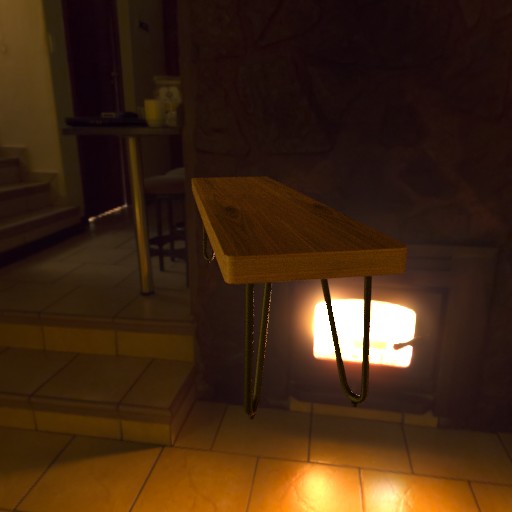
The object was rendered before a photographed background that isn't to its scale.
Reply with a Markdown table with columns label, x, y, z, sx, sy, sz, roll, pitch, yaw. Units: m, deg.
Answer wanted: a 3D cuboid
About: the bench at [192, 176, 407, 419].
| label | x | y | z | sx | sy | sz | roll | pitch | yaw |
| --- | --- | --- | --- | --- | --- | --- | --- | --- | --- |
| bench | 0.000 | 0.000 | 1.769 | 0.425 | 0.462 | 1.570 | -3 | 16 | -10 |
